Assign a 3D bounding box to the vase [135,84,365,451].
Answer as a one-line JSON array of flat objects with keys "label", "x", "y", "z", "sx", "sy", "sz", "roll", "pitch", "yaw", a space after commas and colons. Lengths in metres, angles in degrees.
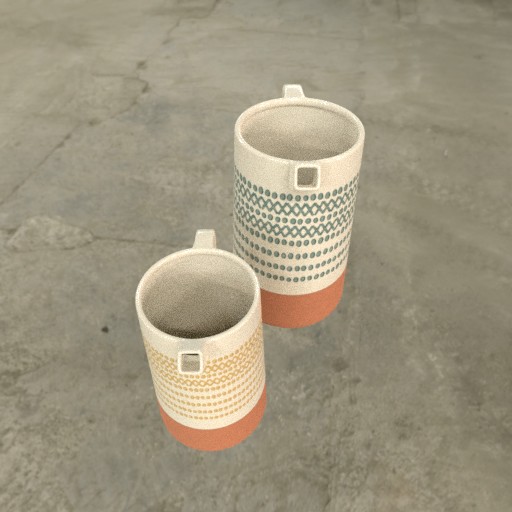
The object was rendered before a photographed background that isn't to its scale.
[{"label": "vase", "x": 0.000, "y": 0.000, "z": 0.460, "sx": 0.168, "sy": 0.247, "sz": 0.326, "roll": 30, "pitch": 53, "yaw": 27}]
